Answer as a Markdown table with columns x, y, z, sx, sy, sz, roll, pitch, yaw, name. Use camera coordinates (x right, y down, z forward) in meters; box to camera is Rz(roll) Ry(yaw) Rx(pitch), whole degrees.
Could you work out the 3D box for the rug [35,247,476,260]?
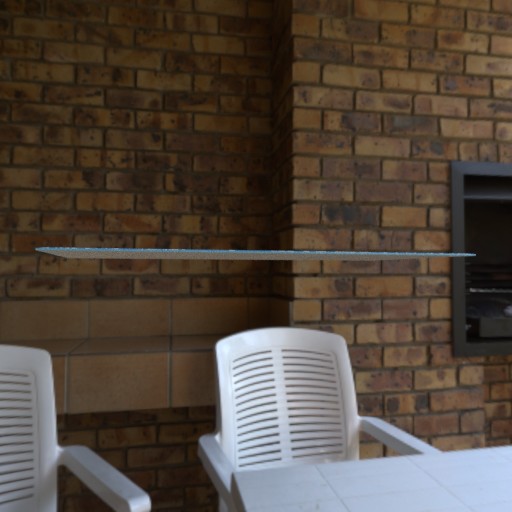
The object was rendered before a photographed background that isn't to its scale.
| x | y | z | sx | sy | sz | roll | pitch | yaw | name |
| --- | --- | --- | --- | --- | --- | --- | --- | --- | --- |
| 0.000 | 0.000 | 1.461 | 1.219 | 0.007 | 0.604 | 1 | -2 | -17 | rug |
